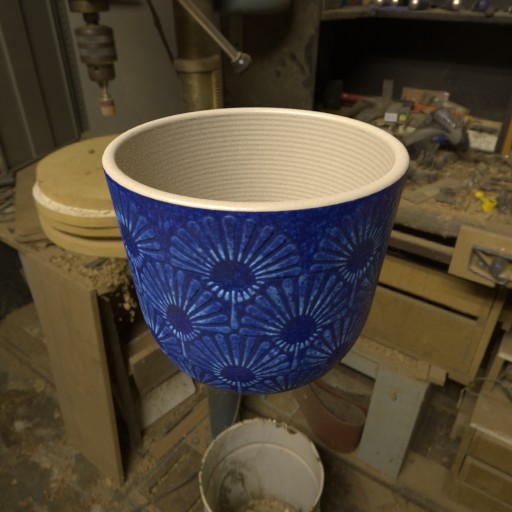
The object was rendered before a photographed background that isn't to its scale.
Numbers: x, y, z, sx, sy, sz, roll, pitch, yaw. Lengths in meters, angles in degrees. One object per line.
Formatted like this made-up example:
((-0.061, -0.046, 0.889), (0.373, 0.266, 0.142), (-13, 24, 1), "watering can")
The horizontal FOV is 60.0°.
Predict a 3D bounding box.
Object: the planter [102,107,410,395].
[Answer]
((0.000, 0.000, 0.294), (0.170, 0.153, 0.170), (0, 32, 0), "planter")
